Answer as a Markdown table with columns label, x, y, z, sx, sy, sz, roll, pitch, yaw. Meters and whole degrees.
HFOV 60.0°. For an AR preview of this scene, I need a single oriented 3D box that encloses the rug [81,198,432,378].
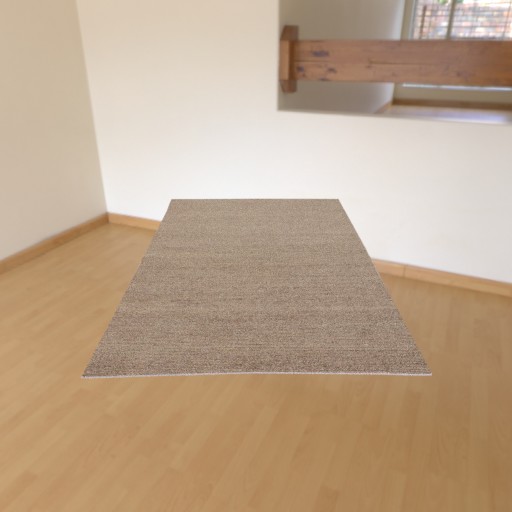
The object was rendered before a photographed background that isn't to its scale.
| label | x | y | z | sx | sy | sz | roll | pitch | yaw |
| --- | --- | --- | --- | --- | --- | --- | --- | --- | --- |
| rug | 0.000 | 0.000 | 2.251 | 1.154 | 0.021 | 1.792 | 0 | 26 | 0 |
